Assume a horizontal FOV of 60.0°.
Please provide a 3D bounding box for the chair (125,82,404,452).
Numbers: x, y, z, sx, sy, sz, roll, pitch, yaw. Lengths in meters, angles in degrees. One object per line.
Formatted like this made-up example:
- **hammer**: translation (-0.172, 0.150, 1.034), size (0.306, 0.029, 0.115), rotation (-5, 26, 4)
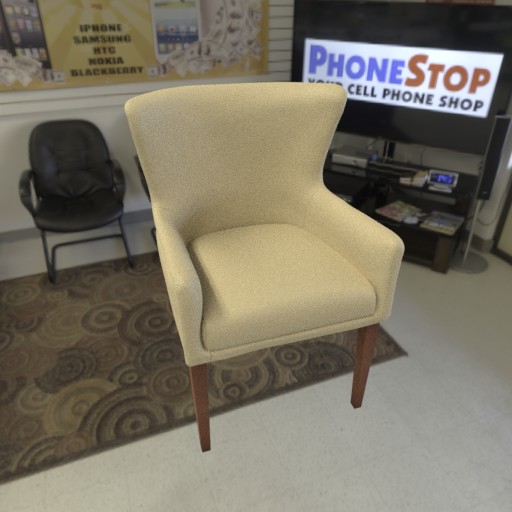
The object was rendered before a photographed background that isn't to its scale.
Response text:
- **chair**: translation (0.000, 0.000, 1.411), size (0.660, 0.952, 0.686), rotation (-10, 33, -15)
